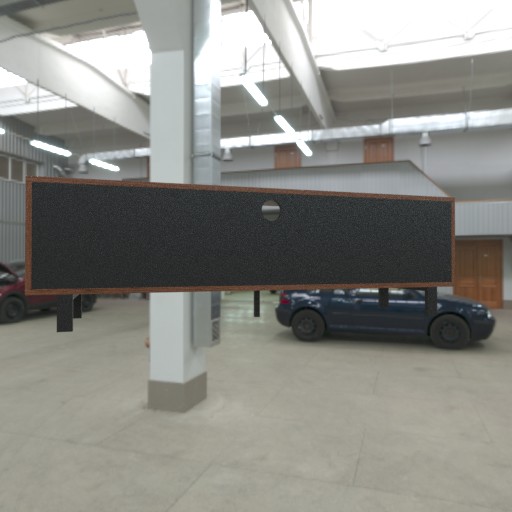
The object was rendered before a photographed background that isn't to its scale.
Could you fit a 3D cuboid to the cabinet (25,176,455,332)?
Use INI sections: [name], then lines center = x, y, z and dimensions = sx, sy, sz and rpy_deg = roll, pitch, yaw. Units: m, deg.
[cabinet]
center = 0.000, 0.000, 1.835
dimensions = 1.650, 0.500, 0.400
rpy_deg = 0, -1, -17
